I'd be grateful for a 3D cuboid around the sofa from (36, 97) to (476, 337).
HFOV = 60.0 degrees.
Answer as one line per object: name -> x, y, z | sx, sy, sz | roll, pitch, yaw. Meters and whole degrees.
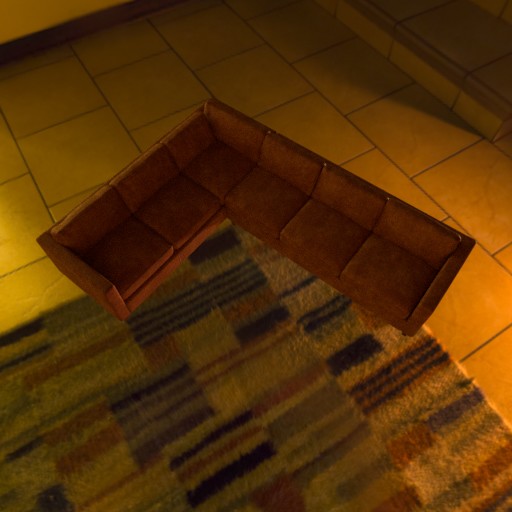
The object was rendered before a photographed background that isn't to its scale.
sofa -> 0.000, 0.000, 4.210 | 3.150, 0.838, 2.438 | 34, 65, 19
